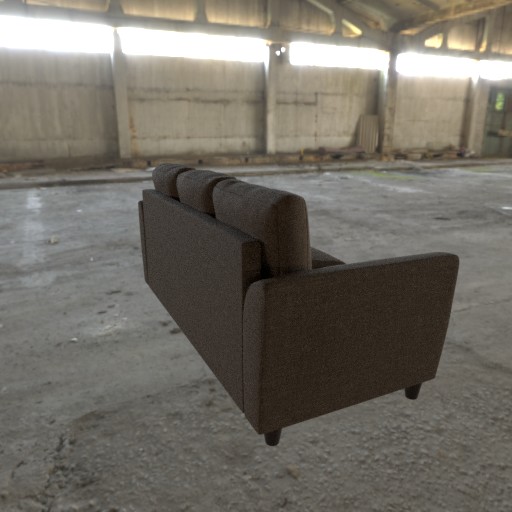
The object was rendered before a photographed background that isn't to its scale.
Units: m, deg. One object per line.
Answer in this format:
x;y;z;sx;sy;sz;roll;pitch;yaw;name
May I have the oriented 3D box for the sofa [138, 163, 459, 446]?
0.000;0.000;2.316;0.837;0.891;1.847;-7;17;-25;sofa
